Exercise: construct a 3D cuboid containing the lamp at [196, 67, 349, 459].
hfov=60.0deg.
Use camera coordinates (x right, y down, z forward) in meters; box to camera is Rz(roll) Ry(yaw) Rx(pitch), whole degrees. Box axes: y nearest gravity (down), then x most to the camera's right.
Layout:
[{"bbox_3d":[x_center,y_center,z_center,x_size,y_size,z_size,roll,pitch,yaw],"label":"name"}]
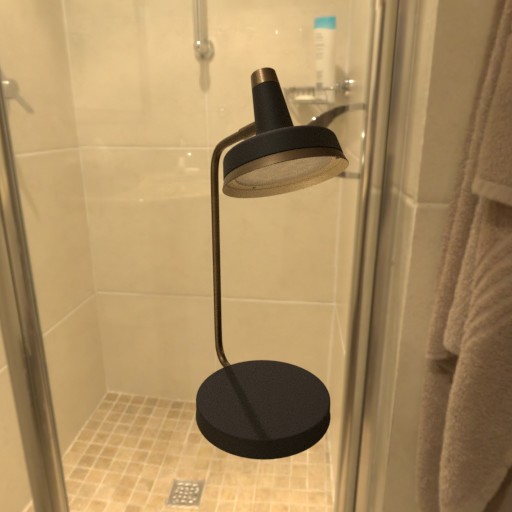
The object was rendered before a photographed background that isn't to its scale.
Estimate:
[{"bbox_3d":[0.000,0.000,0.493,0.162,0.385,0.218,-10,20,-29],"label":"lamp"}]
